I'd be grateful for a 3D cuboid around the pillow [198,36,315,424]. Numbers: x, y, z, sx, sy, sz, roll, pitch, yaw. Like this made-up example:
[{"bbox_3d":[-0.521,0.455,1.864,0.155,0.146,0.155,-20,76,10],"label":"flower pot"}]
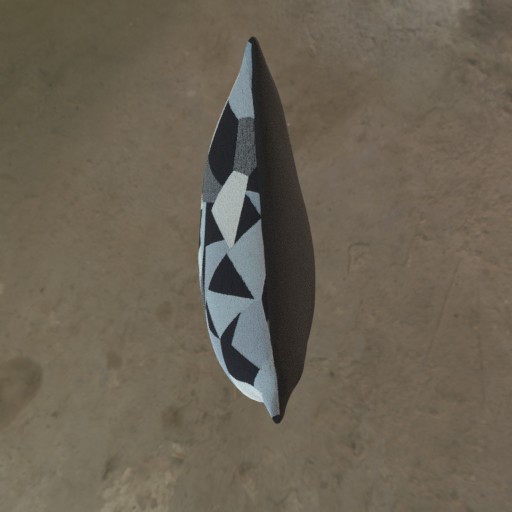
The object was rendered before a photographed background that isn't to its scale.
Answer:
[{"bbox_3d":[0.000,0.000,0.766,0.208,0.496,0.503,-3,75,-1],"label":"pillow"}]
